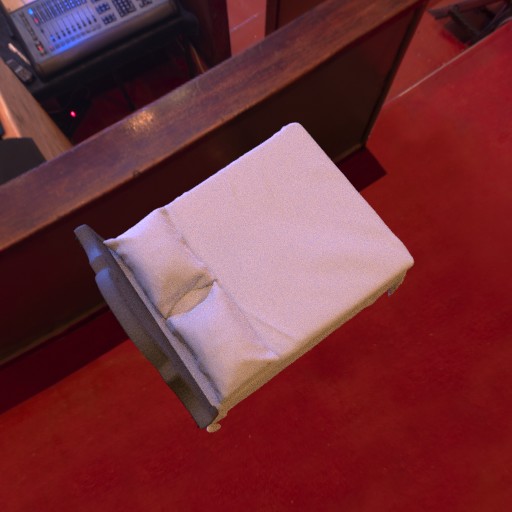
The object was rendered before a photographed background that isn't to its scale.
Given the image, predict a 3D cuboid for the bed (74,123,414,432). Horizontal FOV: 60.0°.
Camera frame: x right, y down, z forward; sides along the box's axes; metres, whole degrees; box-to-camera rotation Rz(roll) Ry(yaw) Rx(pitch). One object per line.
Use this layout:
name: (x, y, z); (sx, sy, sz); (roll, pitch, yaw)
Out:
bed: (0.000, 0.000, 3.422); (2.222, 1.634, 1.780); (-35, 78, -9)
